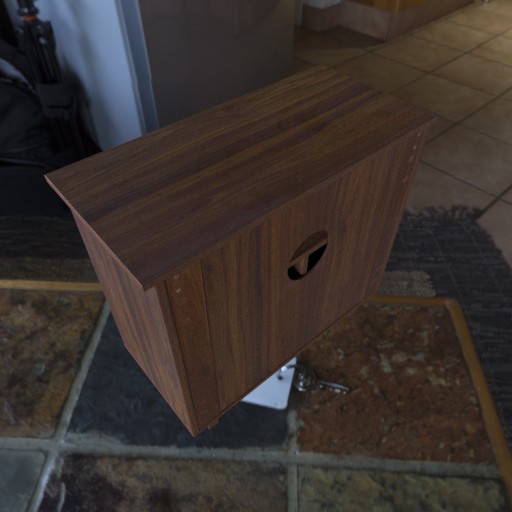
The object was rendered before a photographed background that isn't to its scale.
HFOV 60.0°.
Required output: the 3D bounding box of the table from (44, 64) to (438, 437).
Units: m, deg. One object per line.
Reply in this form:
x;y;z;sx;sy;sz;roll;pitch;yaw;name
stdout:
0.000;0.000;1.235;0.802;0.725;0.390;-32;54;-27;table
